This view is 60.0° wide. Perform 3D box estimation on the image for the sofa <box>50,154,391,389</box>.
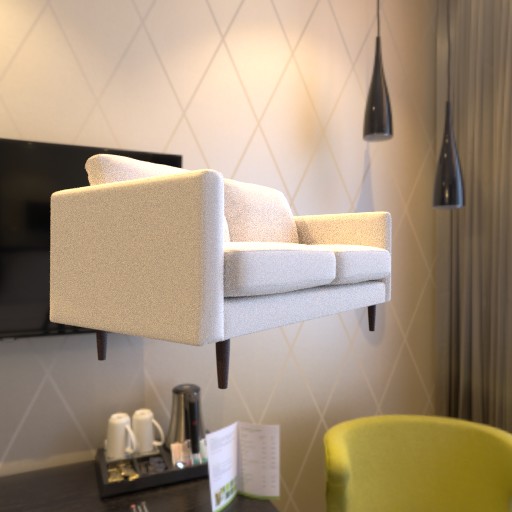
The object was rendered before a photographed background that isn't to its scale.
[{"bbox_3d":[0.000,0.000,2.281,0.940,0.893,1.713,0,0,36],"label":"sofa"}]
